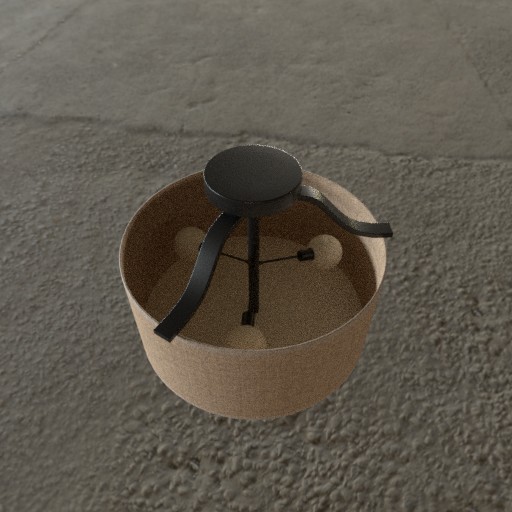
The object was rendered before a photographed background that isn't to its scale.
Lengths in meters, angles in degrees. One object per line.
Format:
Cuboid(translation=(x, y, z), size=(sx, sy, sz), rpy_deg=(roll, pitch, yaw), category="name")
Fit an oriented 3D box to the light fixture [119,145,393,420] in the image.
Cuboid(translation=(0.000, 0.000, 0.669), size=(0.390, 0.306, 0.390), rpy_deg=(0, 46, 0), category="light fixture")
